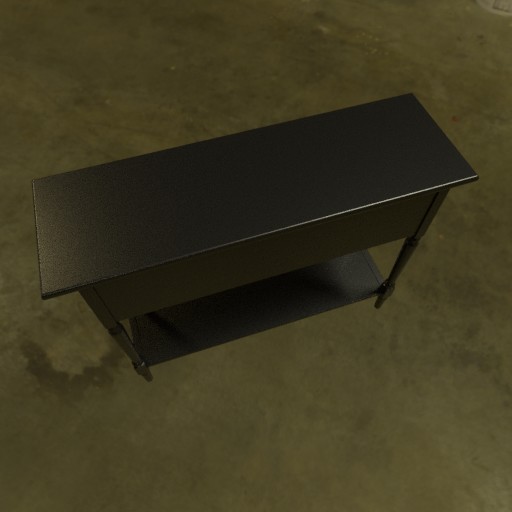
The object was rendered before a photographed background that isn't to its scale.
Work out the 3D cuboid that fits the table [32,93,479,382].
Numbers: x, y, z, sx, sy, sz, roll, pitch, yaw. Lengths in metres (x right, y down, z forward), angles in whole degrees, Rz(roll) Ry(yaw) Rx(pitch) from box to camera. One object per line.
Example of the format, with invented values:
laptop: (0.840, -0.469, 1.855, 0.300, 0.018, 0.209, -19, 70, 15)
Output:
table: (0.000, 0.000, 1.577, 1.191, 0.819, 0.386, -16, 59, -10)
